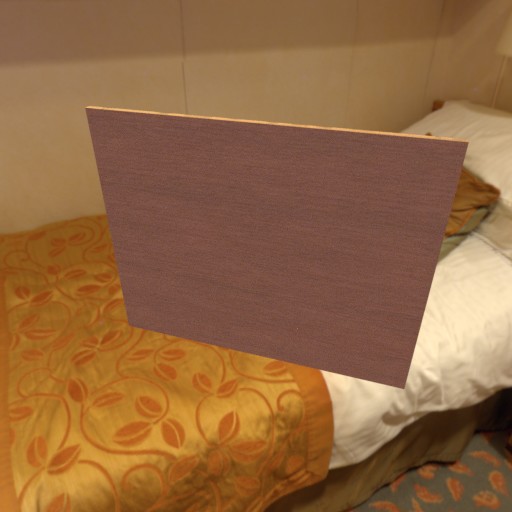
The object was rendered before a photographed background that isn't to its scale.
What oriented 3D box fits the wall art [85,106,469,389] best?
[{"bbox_3d":[0.000,0.000,0.679,0.508,0.408,0.010,10,34,15],"label":"wall art"}]
